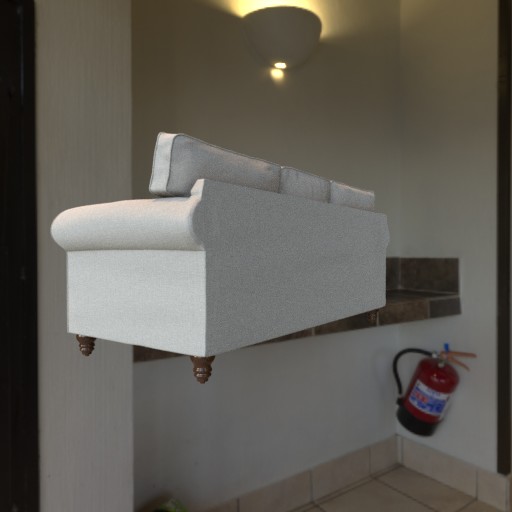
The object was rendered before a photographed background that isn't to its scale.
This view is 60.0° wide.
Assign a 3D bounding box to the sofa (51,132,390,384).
[{"bbox_3d":[0.000,0.000,2.635,0.916,0.961,2.084,0,1,36],"label":"sofa"}]
